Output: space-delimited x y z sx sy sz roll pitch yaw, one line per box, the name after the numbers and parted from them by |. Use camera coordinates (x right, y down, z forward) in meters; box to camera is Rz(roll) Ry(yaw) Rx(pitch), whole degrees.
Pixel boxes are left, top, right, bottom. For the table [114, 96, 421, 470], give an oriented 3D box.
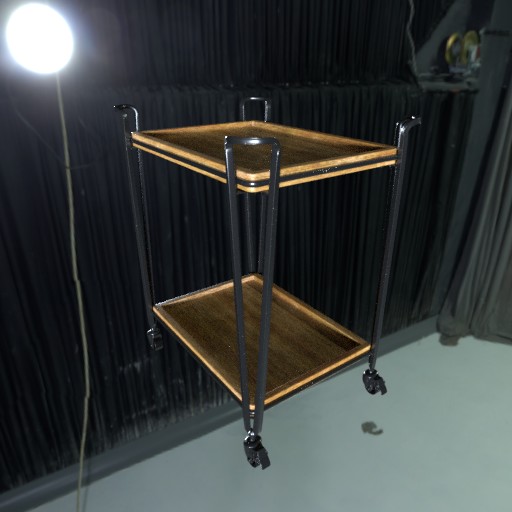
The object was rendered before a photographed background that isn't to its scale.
0.000 0.000 1.251 0.505 0.785 0.672 -17 29 -32 | table
